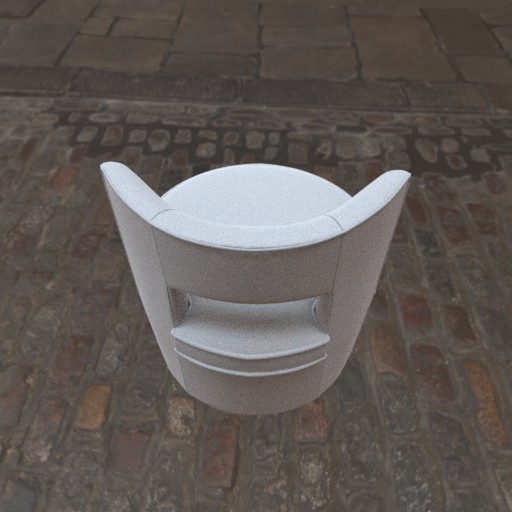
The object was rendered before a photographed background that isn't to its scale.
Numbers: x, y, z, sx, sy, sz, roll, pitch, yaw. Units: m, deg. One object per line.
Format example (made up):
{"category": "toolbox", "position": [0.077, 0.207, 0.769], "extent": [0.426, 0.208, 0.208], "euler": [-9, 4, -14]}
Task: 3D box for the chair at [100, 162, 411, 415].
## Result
{"category": "chair", "position": [0.000, 0.000, 1.189], "extent": [0.650, 0.723, 0.665], "euler": [2, 47, 2]}
